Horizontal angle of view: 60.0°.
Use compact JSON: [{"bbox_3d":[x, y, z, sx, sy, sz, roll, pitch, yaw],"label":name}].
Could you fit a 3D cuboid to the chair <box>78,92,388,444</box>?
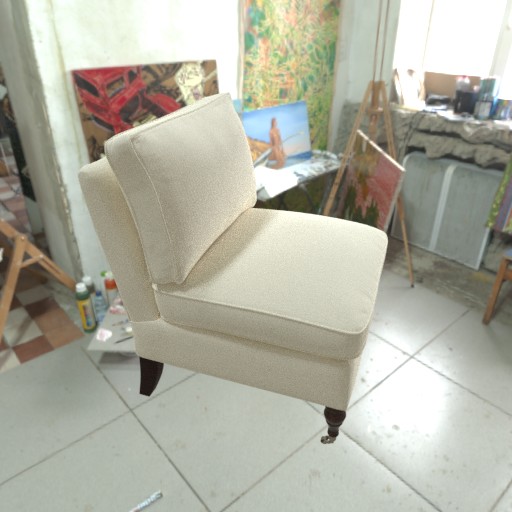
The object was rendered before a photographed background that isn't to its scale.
[{"bbox_3d":[0.000,0.000,1.421,0.781,0.887,0.630,10,31,17],"label":"chair"}]
